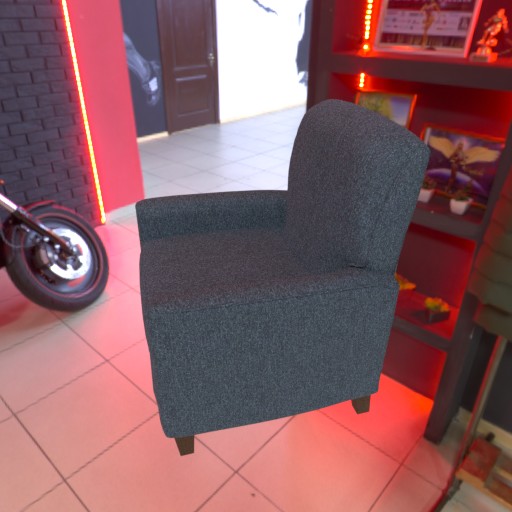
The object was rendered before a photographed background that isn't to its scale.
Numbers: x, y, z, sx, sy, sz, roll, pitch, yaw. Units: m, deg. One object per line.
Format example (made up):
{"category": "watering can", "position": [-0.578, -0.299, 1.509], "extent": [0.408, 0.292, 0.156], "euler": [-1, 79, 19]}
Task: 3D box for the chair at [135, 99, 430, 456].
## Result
{"category": "chair", "position": [0.000, 0.000, 1.621], "extent": [0.850, 1.016, 0.839], "euler": [-8, 30, -13]}
